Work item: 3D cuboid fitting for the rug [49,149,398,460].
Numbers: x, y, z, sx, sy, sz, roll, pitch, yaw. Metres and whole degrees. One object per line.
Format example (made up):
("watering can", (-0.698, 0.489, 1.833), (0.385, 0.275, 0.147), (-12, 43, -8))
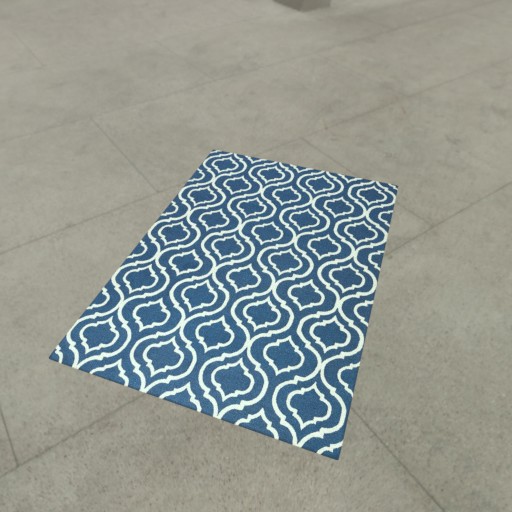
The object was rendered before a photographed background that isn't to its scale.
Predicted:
("rug", (0.000, 0.000, 2.818), (1.524, 0.010, 2.134), (14, 47, 14))
